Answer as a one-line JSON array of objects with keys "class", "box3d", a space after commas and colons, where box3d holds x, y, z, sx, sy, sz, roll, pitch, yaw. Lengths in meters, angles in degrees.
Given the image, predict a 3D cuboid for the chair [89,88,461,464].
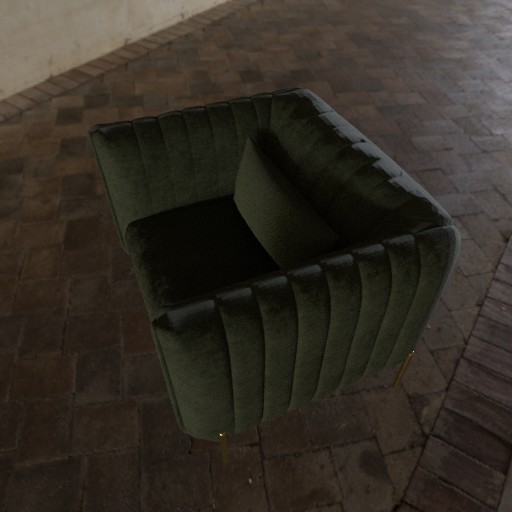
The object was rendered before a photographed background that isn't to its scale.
[{"class": "chair", "box3d": [0.000, 0.000, 1.616, 0.877, 0.794, 1.032, -17, 48, -16]}]
